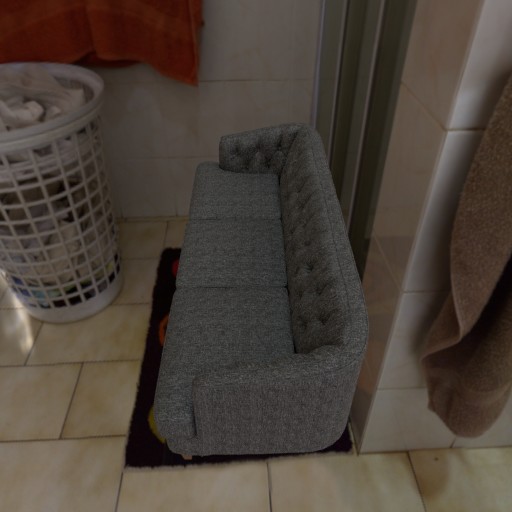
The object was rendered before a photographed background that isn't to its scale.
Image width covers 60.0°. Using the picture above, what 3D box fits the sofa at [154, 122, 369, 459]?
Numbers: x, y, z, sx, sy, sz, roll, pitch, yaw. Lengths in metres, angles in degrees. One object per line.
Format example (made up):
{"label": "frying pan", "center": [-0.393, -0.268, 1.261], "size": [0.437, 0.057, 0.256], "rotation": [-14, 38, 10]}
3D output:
{"label": "sofa", "center": [0.000, 0.000, 2.766], "size": [0.941, 0.855, 2.278], "rotation": [0, 41, 0]}
